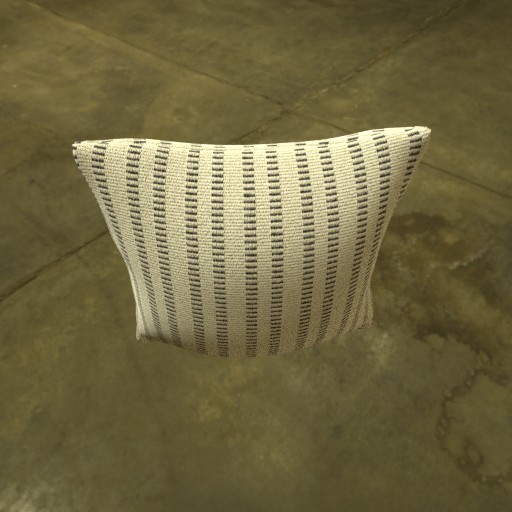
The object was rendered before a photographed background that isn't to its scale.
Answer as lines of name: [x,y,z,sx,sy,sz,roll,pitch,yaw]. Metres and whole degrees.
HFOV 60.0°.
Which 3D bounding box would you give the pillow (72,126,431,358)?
pillow: [0.000,0.000,0.678,0.438,0.419,0.247,-3,46,-3]
